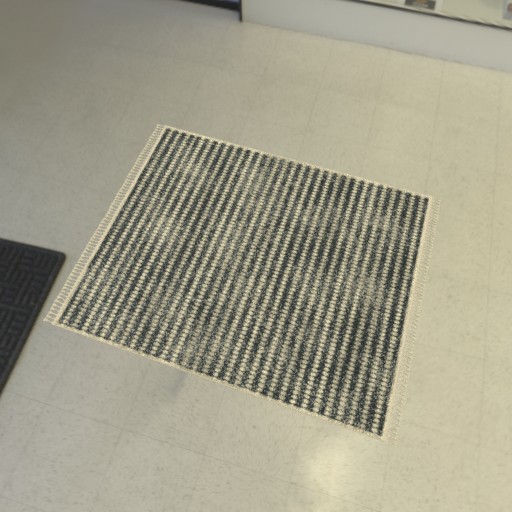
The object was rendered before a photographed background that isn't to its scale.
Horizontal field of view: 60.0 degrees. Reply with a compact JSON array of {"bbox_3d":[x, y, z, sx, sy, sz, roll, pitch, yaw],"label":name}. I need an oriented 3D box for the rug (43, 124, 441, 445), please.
[{"bbox_3d":[0.000,0.000,3.886,2.910,0.013,2.256,17,64,8],"label":"rug"}]
